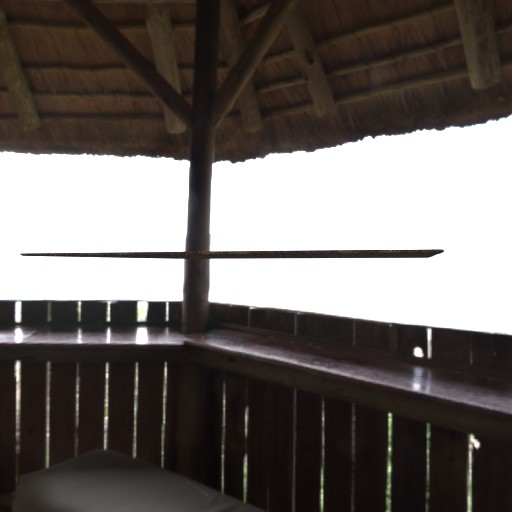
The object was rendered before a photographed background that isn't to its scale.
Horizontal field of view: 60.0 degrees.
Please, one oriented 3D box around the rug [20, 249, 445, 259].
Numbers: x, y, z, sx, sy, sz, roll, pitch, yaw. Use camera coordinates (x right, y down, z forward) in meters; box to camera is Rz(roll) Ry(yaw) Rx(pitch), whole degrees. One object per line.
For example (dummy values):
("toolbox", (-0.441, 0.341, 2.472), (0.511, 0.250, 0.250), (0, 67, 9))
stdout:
("rug", (0.000, 0.000, 4.001), (3.000, 0.026, 2.399), (0, -1, 20))
